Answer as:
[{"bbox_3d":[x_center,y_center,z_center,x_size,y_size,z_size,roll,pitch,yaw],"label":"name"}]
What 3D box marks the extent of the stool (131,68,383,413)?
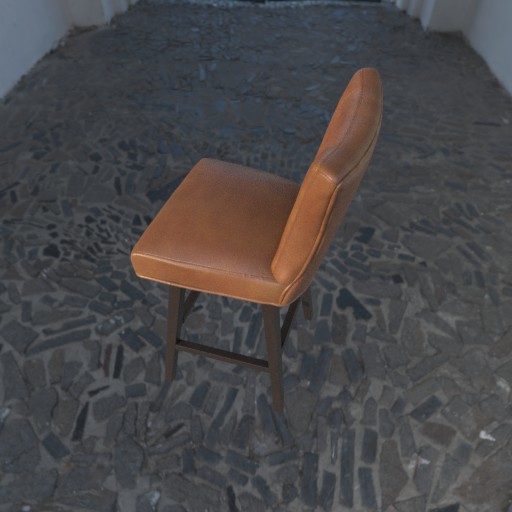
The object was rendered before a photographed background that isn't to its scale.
[{"bbox_3d":[0.000,0.000,1.431,0.585,1.094,0.522,14,48,13],"label":"stool"}]
